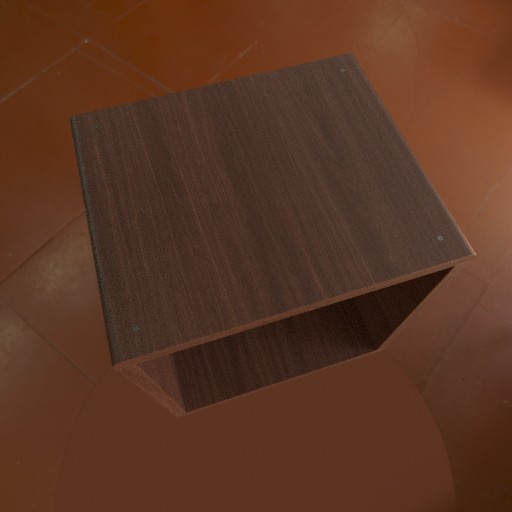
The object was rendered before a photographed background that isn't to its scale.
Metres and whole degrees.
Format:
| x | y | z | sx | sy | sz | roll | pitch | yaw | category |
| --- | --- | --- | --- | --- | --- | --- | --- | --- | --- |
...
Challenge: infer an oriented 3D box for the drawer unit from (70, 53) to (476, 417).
| x | y | z | sx | sy | sz | roll | pitch | yaw | category |
| --- | --- | --- | --- | --- | --- | --- | --- | --- | --- |
| 0.000 | 0.000 | 0.612 | 0.349 | 0.351 | 0.290 | -16 | 64 | -8 | drawer unit |
